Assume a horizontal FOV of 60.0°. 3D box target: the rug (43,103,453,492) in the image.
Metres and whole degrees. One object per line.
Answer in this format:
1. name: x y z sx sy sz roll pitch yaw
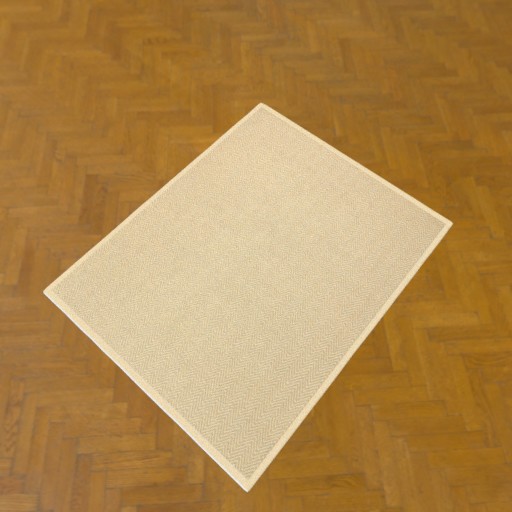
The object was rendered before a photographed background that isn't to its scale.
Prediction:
1. rug: 0.000 0.000 4.092 2.423 0.019 3.009 37 69 17
